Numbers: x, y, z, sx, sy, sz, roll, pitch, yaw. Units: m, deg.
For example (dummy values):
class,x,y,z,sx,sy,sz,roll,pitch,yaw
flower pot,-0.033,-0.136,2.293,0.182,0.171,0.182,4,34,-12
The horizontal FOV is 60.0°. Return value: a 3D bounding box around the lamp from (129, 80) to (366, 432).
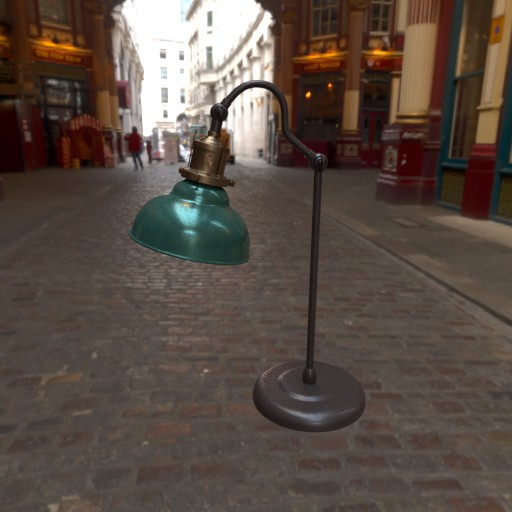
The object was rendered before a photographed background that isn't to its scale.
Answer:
class,x,y,z,sx,sy,sz,roll,pitch,yaw
lamp,0.000,0.000,0.683,0.374,0.508,0.192,-2,15,-8
